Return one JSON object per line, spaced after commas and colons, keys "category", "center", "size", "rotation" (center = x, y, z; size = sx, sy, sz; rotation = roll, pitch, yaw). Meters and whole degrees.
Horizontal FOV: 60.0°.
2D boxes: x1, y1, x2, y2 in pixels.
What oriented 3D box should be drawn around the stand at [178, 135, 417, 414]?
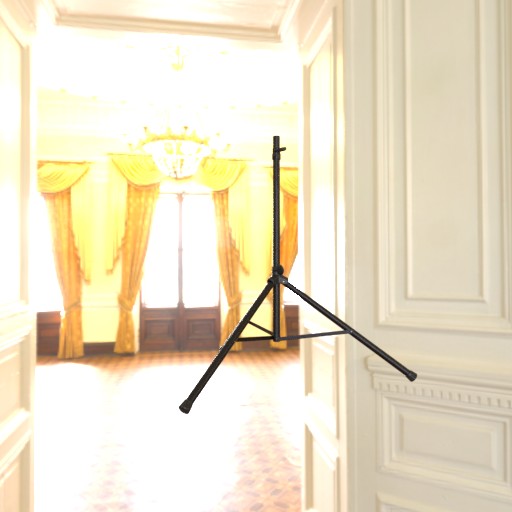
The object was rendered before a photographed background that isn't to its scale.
{"category": "stand", "center": [0.000, 0.000, 2.754], "size": [1.596, 1.595, 1.339], "rotation": [-1, -1, 35]}
